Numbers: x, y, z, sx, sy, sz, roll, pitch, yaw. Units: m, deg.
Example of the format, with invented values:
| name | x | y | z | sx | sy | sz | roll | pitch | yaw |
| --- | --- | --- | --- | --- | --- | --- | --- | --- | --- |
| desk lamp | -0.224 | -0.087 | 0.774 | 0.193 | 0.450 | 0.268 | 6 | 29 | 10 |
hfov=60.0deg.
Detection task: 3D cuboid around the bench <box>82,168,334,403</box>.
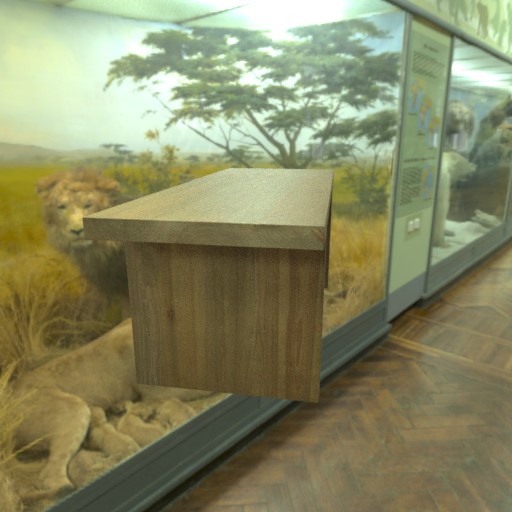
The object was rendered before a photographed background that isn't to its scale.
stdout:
| name | x | y | z | sx | sy | sz | roll | pitch | yaw |
| --- | --- | --- | --- | --- | --- | --- | --- | --- | --- |
| bench | 0.000 | 0.000 | 1.428 | 0.458 | 0.458 | 1.183 | 3 | 16 | 10 |
